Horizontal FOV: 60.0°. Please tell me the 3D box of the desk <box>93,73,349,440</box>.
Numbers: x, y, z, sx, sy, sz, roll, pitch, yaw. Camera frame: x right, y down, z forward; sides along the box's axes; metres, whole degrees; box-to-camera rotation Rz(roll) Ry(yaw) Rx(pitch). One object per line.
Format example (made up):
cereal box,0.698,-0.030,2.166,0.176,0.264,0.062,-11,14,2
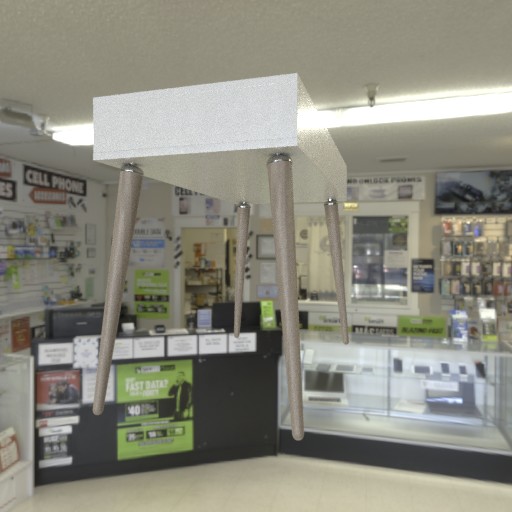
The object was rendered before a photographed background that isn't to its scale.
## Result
desk,0.000,0.000,1.403,0.491,0.723,0.979,0,1,17
